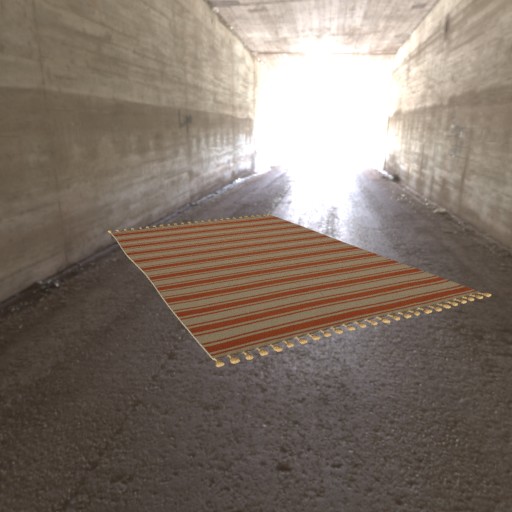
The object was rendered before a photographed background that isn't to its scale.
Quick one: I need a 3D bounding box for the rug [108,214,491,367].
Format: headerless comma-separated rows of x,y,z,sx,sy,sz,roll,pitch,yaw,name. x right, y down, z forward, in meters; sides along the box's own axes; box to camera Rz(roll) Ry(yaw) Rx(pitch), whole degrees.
0.000,0.000,3.015,1.556,0.022,2.433,-8,19,-26,rug
